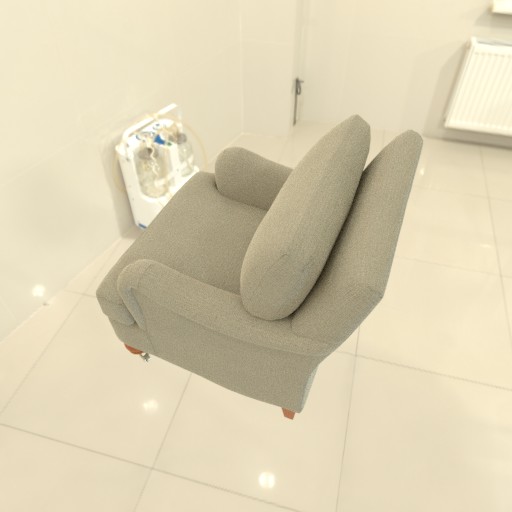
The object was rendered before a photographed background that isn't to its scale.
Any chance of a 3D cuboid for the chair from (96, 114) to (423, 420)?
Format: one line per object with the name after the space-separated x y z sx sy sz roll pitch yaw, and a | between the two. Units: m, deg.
0.000 0.000 1.907 1.070 1.038 0.955 16 48 15 | chair
